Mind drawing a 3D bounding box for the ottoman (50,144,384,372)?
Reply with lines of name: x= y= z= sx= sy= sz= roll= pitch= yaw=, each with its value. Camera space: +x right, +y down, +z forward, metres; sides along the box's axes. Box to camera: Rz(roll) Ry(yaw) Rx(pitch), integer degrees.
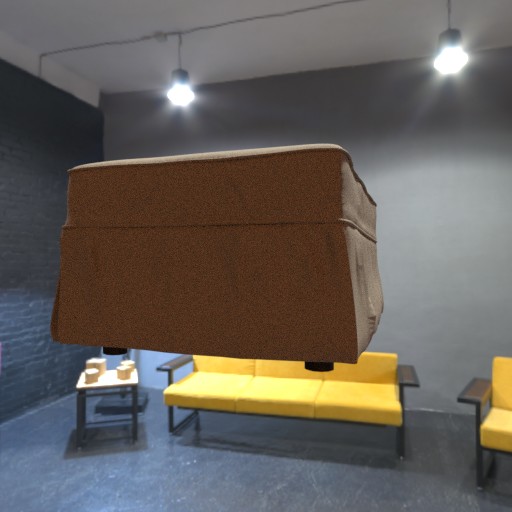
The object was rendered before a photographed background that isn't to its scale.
ottoman: x=0.000 y=0.000 z=1.327 sx=0.721 sy=0.482 sz=0.959 roll=0 pitch=-1 yaw=19
